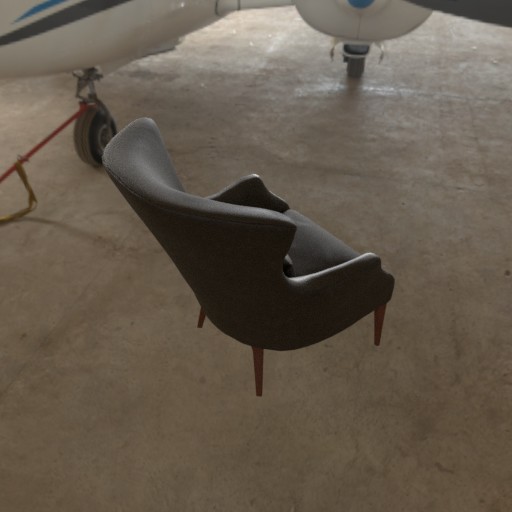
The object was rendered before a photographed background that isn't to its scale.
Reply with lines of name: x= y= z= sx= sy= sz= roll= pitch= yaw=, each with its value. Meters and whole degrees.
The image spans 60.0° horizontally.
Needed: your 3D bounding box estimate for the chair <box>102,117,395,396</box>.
chair: x=0.000 y=0.000 z=1.766 sx=0.954 sy=1.068 sz=0.819 roll=-27 pitch=48 yaw=-27
